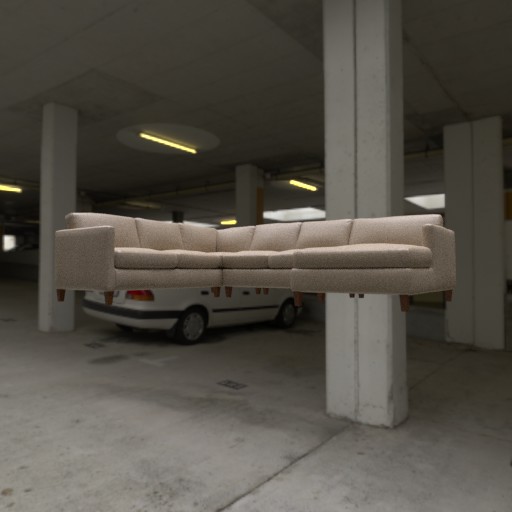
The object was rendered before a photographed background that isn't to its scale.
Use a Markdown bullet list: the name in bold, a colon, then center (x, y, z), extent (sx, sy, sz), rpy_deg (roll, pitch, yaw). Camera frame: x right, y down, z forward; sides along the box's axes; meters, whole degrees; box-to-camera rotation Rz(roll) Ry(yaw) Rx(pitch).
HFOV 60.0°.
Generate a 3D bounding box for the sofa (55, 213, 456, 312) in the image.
- **sofa**: center (0.000, 0.000, 4.701), extent (3.460, 0.961, 2.594), rpy_deg (-1, -2, 36)
